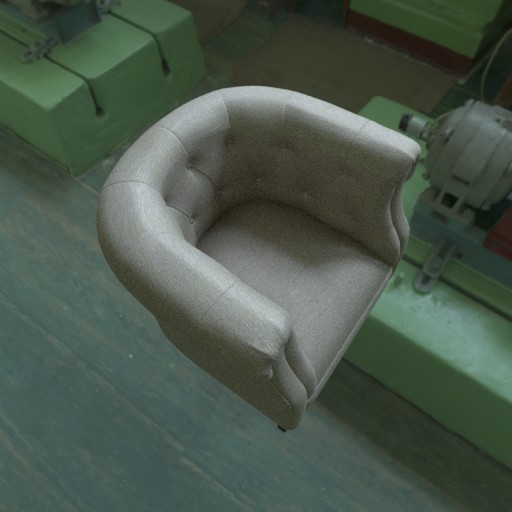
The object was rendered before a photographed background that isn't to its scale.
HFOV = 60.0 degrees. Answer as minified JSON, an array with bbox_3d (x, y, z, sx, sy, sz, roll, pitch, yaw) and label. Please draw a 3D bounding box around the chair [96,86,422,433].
[{"bbox_3d":[0.000,0.000,1.570,0.852,0.827,0.905,31,63,18],"label":"chair"}]
